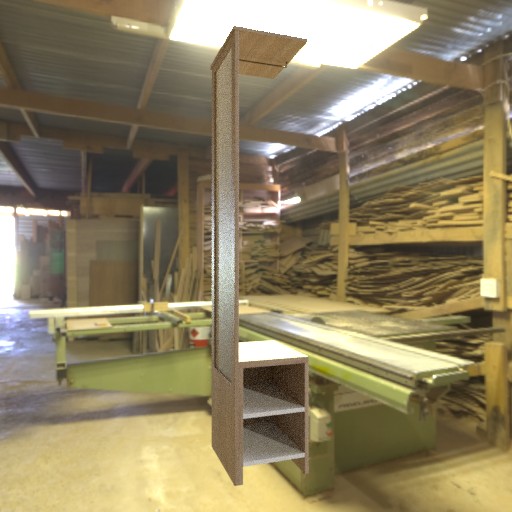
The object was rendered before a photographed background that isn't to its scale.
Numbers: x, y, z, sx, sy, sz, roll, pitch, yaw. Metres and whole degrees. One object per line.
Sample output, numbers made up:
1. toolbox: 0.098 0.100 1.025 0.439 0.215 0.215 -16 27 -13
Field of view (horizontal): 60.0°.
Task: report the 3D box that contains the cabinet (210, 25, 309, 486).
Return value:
1. cabinet: 0.000 0.000 2.046 0.338 1.879 0.411 0 -1 -19
